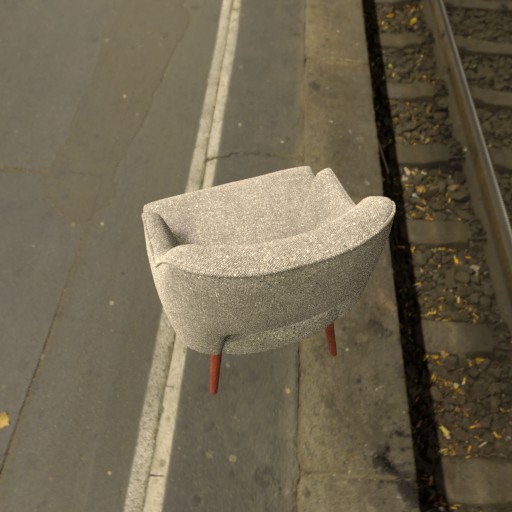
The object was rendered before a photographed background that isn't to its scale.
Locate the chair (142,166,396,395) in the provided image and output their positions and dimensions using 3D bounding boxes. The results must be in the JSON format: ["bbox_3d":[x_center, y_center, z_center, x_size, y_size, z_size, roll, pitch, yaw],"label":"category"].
[{"bbox_3d":[0.000,0.000,1.319,0.608,0.875,0.629,-15,59,-9],"label":"chair"}]
